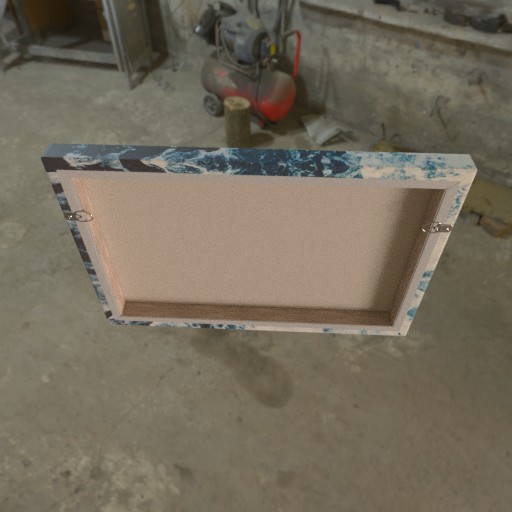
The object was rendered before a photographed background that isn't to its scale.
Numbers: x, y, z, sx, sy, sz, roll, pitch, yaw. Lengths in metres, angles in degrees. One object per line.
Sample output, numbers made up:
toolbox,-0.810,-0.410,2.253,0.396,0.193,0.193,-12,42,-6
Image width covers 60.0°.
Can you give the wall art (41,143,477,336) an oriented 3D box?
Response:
wall art,0.000,0.000,0.773,0.609,0.407,0.043,2,46,2
